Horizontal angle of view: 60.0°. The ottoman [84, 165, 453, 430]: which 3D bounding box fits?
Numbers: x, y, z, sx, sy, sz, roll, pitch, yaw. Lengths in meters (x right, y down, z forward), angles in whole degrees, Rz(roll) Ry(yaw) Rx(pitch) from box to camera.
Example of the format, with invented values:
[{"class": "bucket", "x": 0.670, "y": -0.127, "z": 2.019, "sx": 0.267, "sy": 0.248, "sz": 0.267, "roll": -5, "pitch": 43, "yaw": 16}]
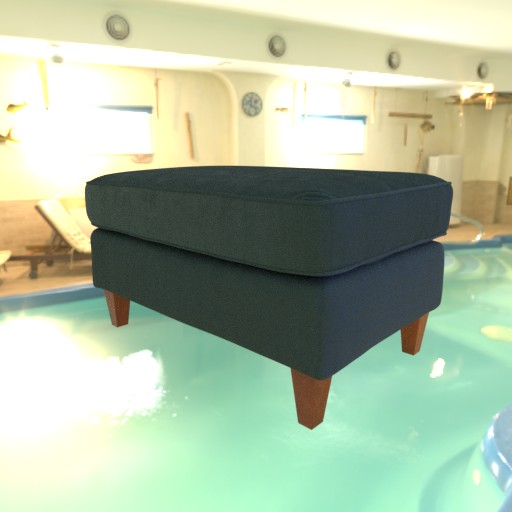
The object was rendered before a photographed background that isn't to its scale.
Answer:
[{"class": "ottoman", "x": 0.000, "y": 0.000, "z": 1.226, "sx": 0.862, "sy": 0.484, "sz": 0.583, "roll": 13, "pitch": 18, "yaw": 42}]
